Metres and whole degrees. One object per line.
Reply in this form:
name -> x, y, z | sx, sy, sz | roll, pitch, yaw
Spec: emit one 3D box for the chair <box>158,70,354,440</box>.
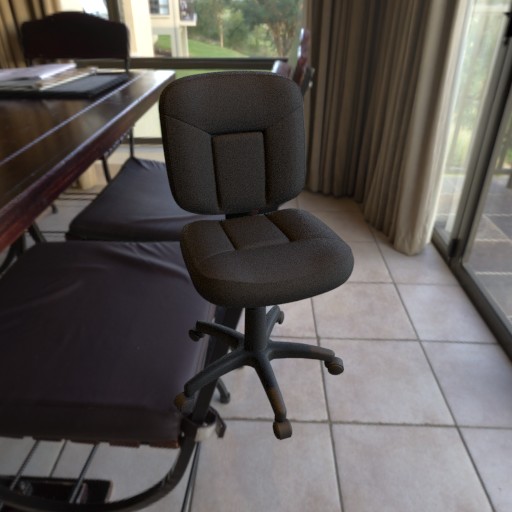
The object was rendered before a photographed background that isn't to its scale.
chair -> 0.000, 0.000, 1.346 | 0.610, 0.972, 0.610 | -9, 32, -15
